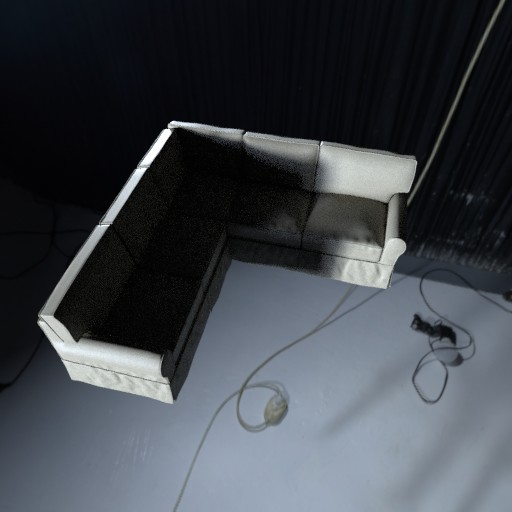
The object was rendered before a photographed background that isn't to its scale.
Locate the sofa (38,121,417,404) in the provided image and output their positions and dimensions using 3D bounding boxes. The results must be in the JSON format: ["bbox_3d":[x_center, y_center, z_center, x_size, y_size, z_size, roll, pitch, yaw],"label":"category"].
[{"bbox_3d":[0.000,0.000,4.001,2.623,1.081,2.618,10,49,9],"label":"sofa"}]
